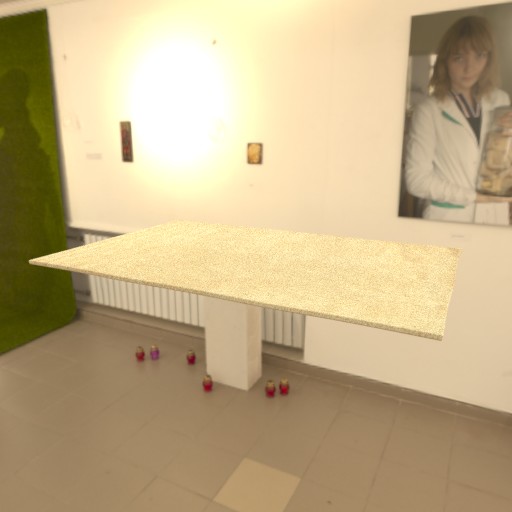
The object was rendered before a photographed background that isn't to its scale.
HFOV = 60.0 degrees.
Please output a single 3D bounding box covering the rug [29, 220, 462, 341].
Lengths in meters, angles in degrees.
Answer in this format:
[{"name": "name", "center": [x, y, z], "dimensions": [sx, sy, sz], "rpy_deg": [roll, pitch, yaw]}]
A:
[{"name": "rug", "center": [0.000, 0.000, 2.841], "dimensions": [2.346, 0.025, 1.500], "rpy_deg": [8, 17, 26]}]
